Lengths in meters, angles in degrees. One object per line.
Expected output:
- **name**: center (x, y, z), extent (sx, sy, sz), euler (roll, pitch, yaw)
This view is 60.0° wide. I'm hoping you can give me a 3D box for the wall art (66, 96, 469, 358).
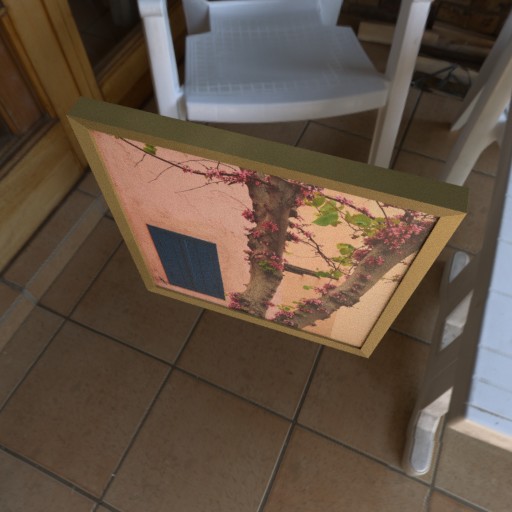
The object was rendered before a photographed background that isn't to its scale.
- **wall art**: center (0.000, 0.000, 0.762), extent (0.507, 0.508, 0.038), euler (16, 60, 9)
